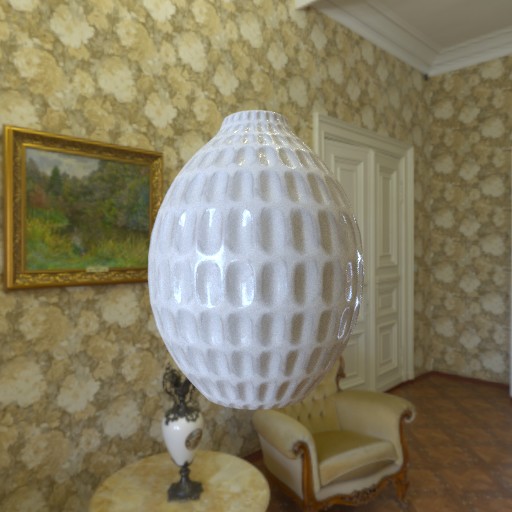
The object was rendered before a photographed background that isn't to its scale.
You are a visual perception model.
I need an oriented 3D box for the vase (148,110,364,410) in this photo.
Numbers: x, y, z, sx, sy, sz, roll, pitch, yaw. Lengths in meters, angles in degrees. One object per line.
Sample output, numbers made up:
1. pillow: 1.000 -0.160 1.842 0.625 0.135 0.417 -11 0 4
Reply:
1. vase: 0.000 0.000 0.270 0.128 0.167 0.128 0 0 0
